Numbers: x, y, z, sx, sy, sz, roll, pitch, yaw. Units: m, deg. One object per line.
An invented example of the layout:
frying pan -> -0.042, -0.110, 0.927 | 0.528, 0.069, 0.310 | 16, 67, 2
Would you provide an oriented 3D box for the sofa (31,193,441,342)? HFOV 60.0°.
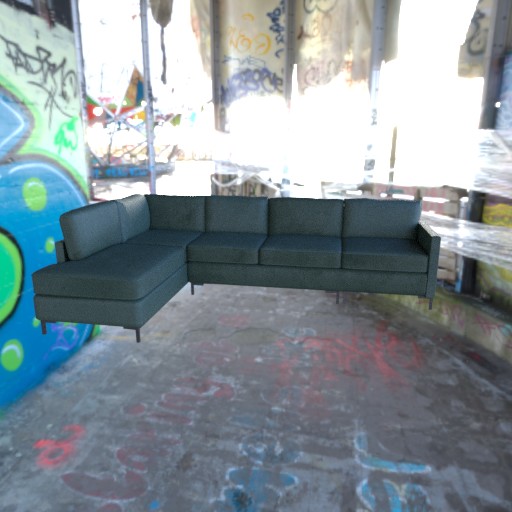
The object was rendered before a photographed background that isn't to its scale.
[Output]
sofa -> 0.000, 0.000, 4.268 | 3.384, 0.996, 2.048 | 3, 15, 10
